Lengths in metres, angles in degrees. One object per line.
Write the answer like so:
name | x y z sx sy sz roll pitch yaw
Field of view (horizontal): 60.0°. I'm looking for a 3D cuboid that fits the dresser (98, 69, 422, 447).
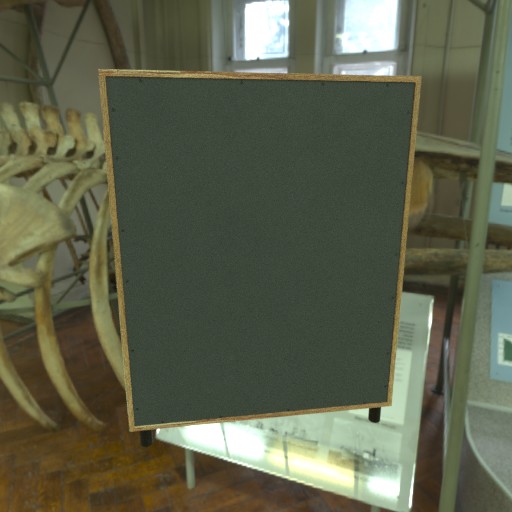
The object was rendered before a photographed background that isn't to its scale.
dresser | 0.000 0.000 1.693 0.966 1.243 0.480 -2 15 -9
